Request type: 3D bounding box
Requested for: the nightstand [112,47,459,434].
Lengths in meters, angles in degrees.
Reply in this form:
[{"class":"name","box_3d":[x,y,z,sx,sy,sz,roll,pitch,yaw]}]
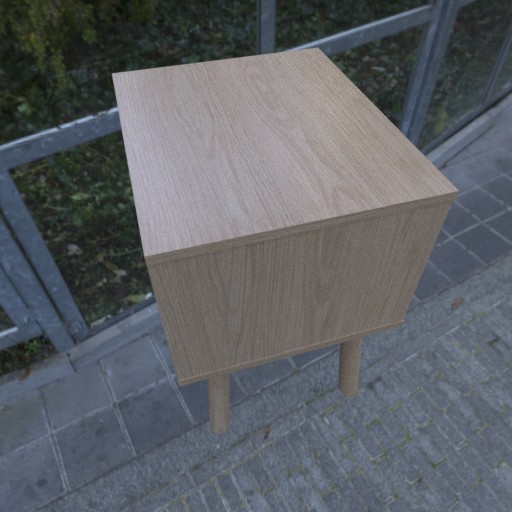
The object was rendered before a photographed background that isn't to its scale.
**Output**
[{"class":"nightstand","box_3d":[0.000,0.000,0.857,0.380,0.571,0.450,-12,48,-11]}]
